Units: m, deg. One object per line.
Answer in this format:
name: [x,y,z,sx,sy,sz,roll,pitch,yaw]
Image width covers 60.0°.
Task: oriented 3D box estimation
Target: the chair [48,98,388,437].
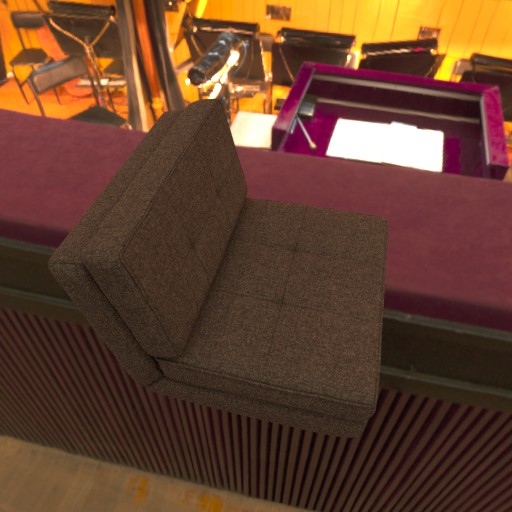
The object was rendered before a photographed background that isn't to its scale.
chair: [0.000,0.000,1.330,0.800,0.615,0.740,10,47,10]
